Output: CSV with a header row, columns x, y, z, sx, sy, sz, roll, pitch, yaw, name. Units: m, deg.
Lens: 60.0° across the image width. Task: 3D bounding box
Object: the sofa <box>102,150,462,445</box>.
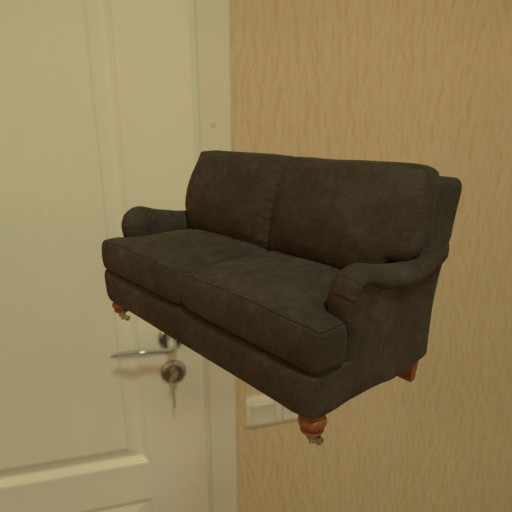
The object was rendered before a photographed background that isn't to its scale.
x,y,z,sx,sy,sz,roll,pitch,yaw,name
0.000,0.000,2.527,1.084,1.101,1.853,-15,22,-41,sofa
